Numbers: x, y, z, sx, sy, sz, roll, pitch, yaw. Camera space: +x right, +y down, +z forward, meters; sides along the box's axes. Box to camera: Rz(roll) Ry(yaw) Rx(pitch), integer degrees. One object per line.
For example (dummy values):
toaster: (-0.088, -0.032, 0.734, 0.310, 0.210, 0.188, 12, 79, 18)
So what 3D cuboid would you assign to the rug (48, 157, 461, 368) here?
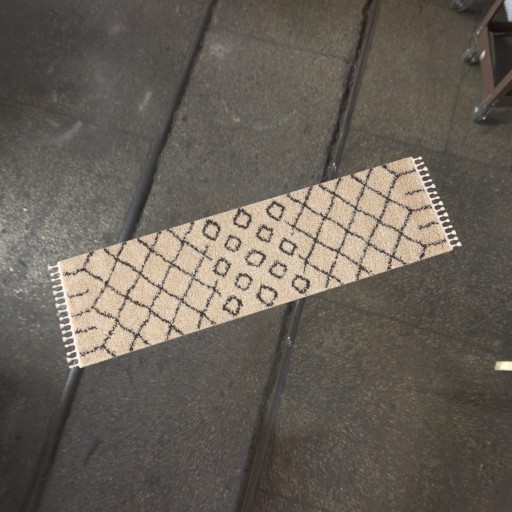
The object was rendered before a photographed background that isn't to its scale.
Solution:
rug: (0.000, 0.000, 2.721, 2.464, 0.005, 0.660, -17, 76, -4)
